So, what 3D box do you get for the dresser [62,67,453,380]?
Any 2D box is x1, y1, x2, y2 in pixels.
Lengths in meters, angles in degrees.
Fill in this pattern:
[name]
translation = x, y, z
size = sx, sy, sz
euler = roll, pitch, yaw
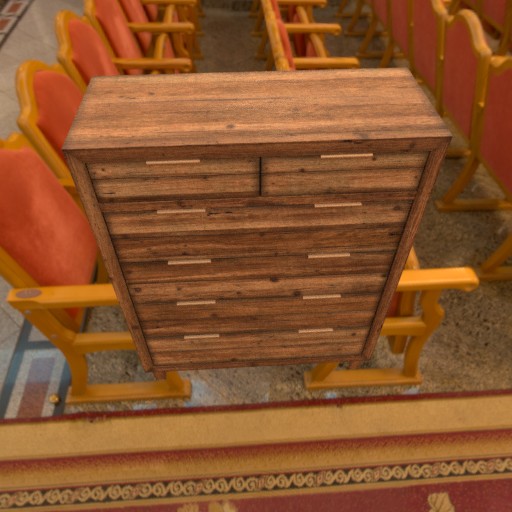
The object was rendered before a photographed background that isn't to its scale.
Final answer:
[dresser]
translation = 0.000, 0.000, 1.846
size = 1.067, 1.359, 0.438
euler = -3, 47, -2
